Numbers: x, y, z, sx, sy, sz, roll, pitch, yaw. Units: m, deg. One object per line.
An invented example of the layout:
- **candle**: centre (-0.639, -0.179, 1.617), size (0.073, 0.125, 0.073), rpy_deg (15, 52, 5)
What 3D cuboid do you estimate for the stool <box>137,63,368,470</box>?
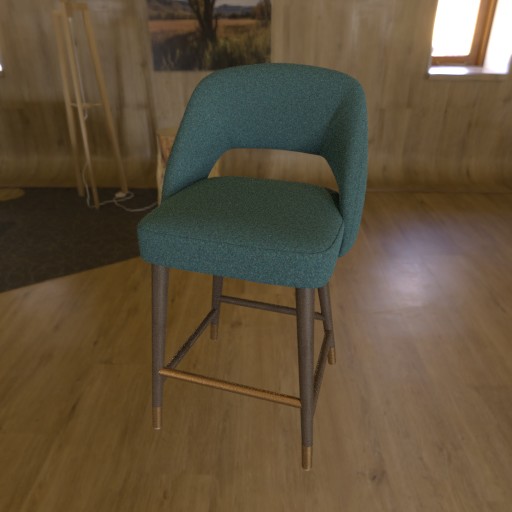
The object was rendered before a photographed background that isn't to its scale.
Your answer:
- **stool**: centre (0.000, 0.000, 1.214), size (0.536, 0.939, 0.522), rpy_deg (8, 29, 16)
